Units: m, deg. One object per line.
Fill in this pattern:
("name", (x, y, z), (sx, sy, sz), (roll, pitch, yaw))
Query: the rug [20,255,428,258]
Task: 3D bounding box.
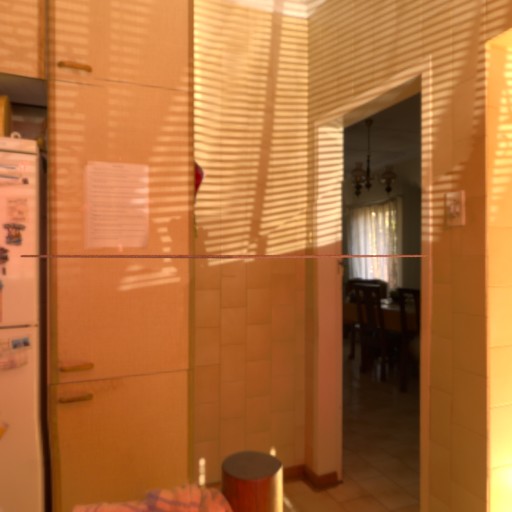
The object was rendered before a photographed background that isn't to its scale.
("rug", (0.000, 0.000, 2.305), (1.219, 0.010, 1.829), (0, 0, 37))
